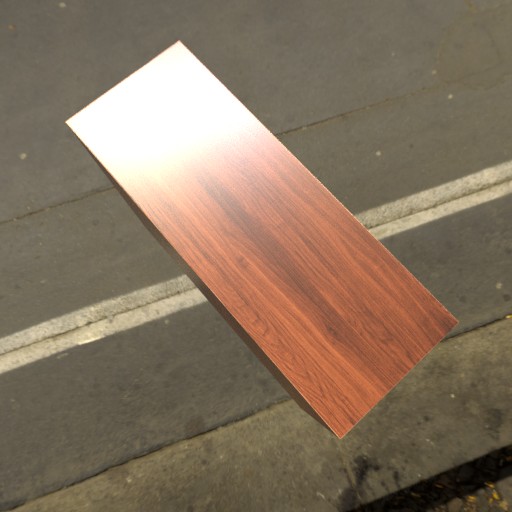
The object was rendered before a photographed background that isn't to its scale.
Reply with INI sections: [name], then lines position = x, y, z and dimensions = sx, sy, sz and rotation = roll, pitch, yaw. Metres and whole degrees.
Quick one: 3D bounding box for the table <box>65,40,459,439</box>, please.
[table]
position = 0.000, 0.000, 1.367
dimensions = 0.380, 0.790, 0.930
rotation = -40, 79, -10
